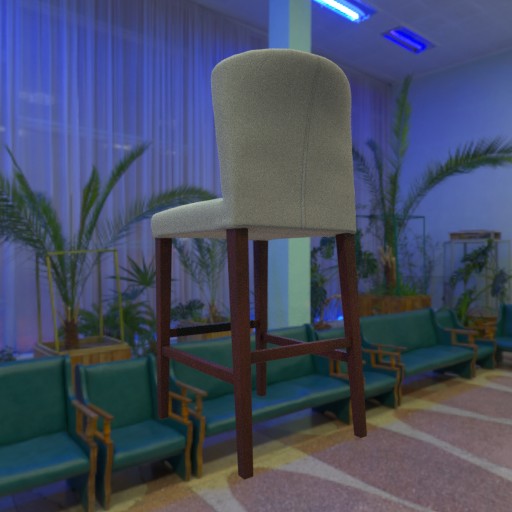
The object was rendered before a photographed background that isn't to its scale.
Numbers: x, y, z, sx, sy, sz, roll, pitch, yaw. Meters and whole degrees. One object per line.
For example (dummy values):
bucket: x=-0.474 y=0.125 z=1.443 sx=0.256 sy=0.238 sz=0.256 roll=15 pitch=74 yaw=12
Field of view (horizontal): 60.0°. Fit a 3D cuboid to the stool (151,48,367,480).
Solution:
stool: x=0.000 y=0.000 z=1.392 sx=0.479 sy=1.069 sz=0.568 roll=0 pitch=0 yaw=-36
